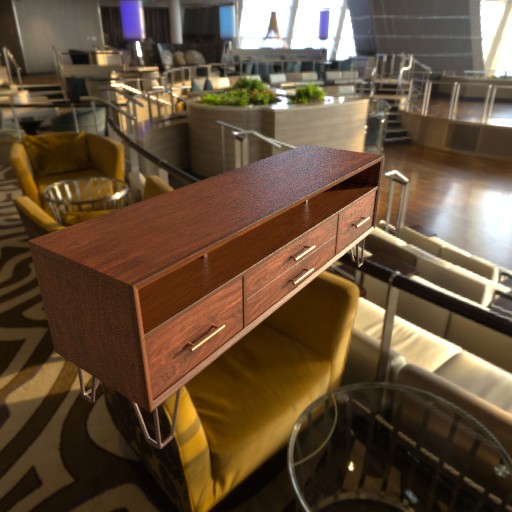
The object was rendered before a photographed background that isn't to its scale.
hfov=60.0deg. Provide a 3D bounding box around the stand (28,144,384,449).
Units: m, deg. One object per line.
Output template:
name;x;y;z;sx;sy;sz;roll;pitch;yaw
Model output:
stand;0.000;0.000;1.897;0.481;0.610;1.626;17;31;31
